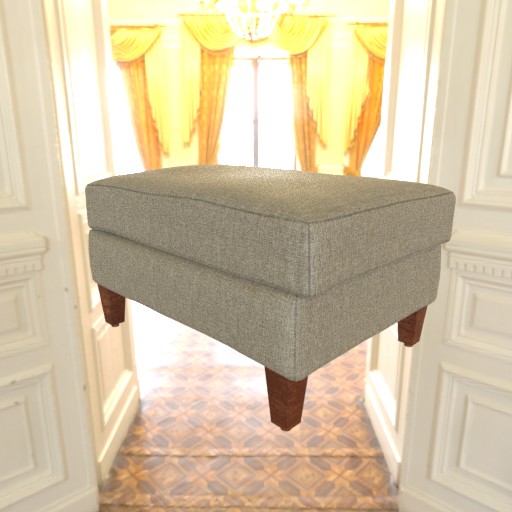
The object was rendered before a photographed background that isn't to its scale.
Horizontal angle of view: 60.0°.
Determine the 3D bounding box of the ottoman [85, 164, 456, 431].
[{"bbox_3d":[0.000,0.000,1.264,0.639,0.494,0.873,-15,21,-43],"label":"ottoman"}]
